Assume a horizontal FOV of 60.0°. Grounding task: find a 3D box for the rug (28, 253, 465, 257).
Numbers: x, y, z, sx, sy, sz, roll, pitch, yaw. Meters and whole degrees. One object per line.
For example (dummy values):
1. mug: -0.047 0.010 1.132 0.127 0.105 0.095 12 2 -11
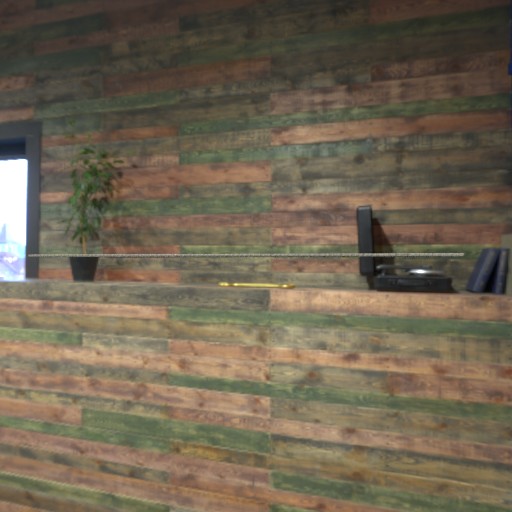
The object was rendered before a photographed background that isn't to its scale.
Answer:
1. rug: 0.000 0.000 3.047 2.444 0.012 1.526 0 0 19
